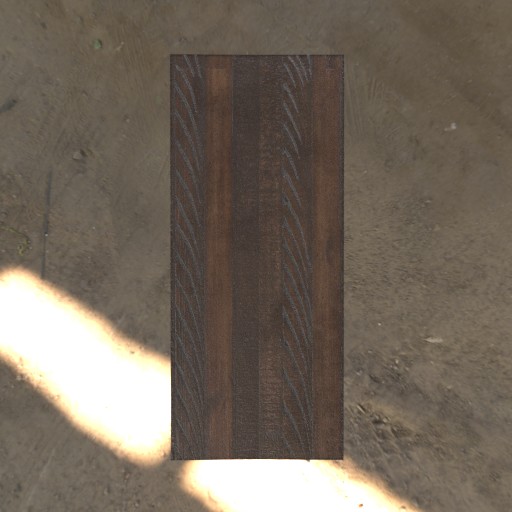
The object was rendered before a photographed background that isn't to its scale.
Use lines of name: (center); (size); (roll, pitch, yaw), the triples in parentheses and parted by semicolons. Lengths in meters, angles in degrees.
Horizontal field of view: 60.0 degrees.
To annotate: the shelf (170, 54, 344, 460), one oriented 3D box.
shelf: (0.000, 0.000, 1.372); (0.352, 0.947, 0.822); (0, 91, 0)
